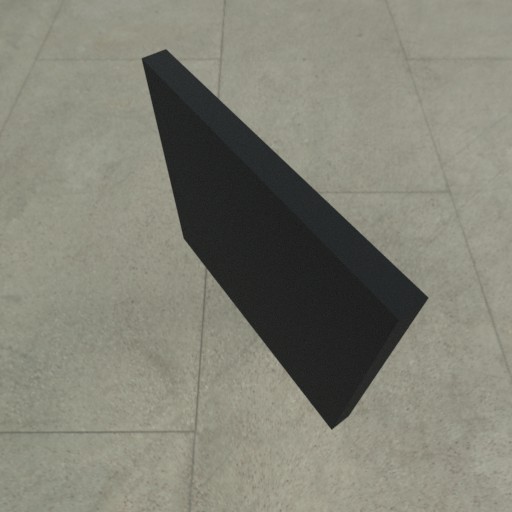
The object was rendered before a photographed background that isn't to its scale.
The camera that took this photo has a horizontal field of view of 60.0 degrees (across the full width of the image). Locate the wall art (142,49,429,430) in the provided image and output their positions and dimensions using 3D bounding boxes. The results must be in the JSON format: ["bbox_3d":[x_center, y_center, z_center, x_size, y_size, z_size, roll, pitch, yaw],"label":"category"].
[{"bbox_3d":[0.000,0.000,0.533,0.031,0.330,0.381,-31,61,-19],"label":"wall art"}]
